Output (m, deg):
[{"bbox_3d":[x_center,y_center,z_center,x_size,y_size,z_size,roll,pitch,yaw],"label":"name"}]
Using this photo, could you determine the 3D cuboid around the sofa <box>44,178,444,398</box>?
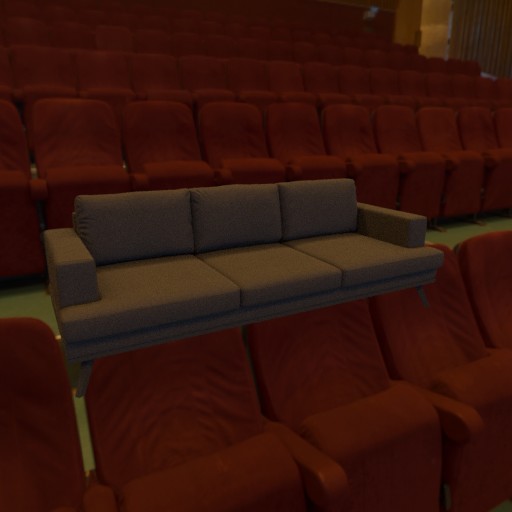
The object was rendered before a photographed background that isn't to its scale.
[{"bbox_3d":[0.000,0.000,2.728,2.310,0.810,0.920,-8,18,-27],"label":"sofa"}]
